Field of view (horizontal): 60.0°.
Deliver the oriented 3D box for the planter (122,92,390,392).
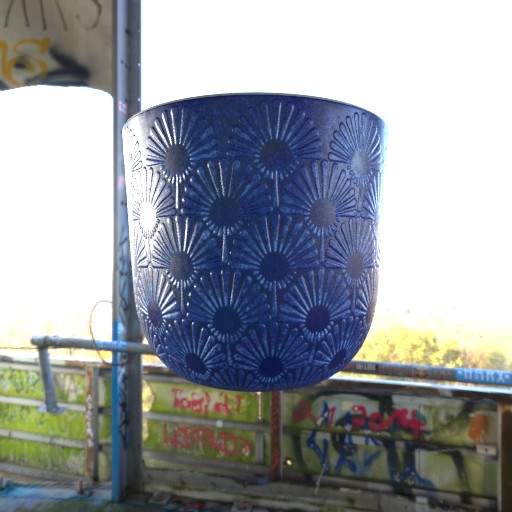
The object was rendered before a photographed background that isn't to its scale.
[{"bbox_3d":[0.000,0.000,0.357,0.206,0.190,0.206,0,0,0],"label":"planter"}]
